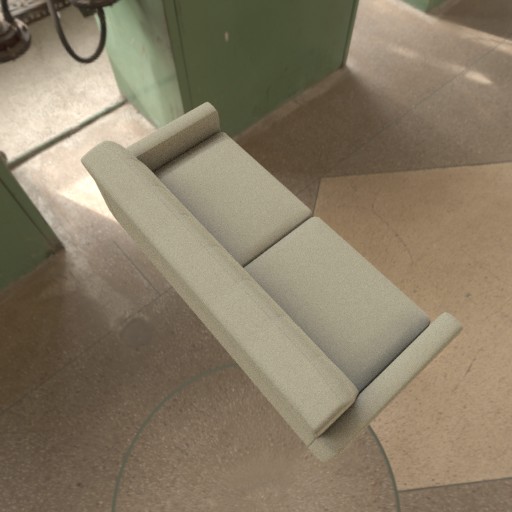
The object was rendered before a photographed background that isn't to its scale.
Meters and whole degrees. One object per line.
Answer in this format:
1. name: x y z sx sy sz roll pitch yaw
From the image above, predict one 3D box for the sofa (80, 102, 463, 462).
1. sofa: 0.000 0.000 2.612 0.980 0.892 2.137 -37 67 -18
